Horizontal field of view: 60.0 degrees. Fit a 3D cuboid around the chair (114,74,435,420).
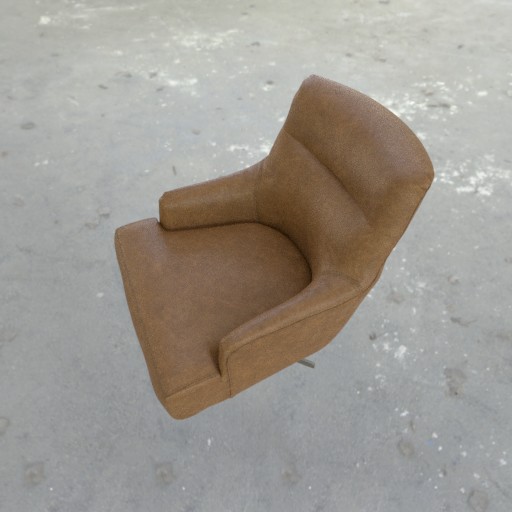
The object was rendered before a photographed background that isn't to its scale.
[{"bbox_3d":[0.000,0.000,1.472,0.874,0.869,0.729,-17,48,-16],"label":"chair"}]
